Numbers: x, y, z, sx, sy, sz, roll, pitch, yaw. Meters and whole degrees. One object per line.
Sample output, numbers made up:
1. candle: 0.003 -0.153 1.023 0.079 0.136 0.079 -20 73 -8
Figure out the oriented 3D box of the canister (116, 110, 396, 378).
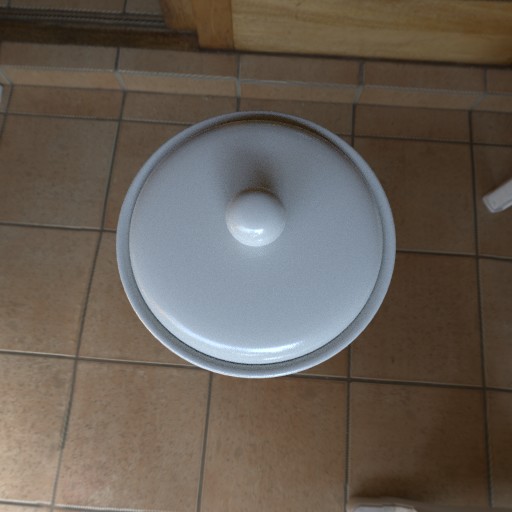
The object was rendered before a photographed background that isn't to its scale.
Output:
1. canister: 0.000 0.000 0.345 0.182 0.208 0.182 0 75 0
